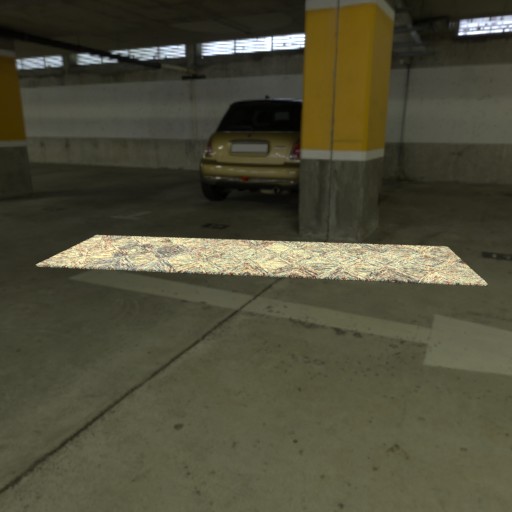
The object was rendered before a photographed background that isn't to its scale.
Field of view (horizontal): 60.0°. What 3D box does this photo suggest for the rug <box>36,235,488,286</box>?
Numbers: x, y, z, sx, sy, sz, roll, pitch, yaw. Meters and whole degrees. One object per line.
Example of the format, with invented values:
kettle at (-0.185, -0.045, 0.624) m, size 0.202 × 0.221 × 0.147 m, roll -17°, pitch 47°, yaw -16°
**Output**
rug at (0.000, 0.000, 2.547) m, size 2.292 × 0.015 × 0.688 m, roll 2°, pitch 16°, yaw 7°
